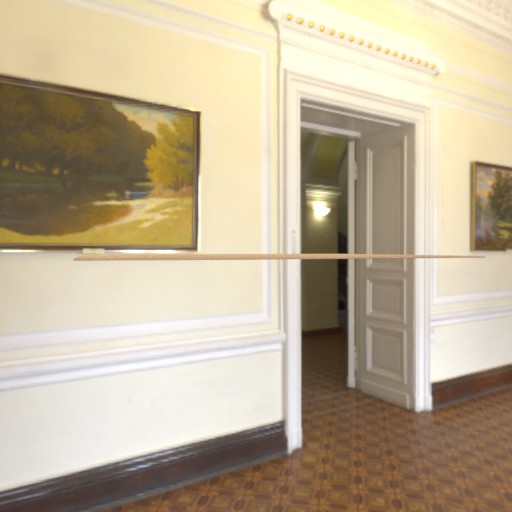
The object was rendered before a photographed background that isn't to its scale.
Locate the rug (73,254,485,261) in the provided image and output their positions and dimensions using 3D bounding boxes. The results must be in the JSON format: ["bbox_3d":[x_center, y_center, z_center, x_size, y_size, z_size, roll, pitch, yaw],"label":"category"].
[{"bbox_3d":[0.000,0.000,3.961,2.895,0.018,2.288,0,1,-19],"label":"rug"}]
